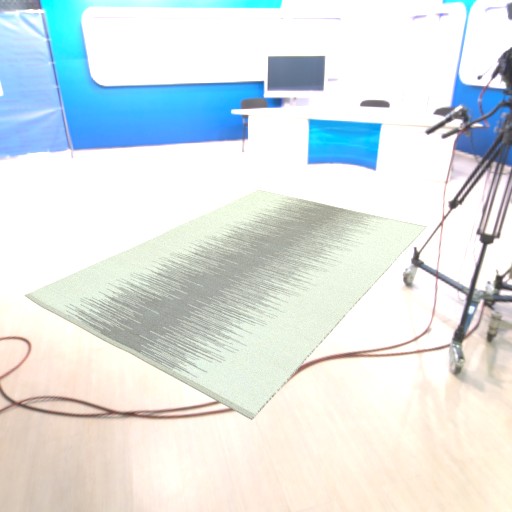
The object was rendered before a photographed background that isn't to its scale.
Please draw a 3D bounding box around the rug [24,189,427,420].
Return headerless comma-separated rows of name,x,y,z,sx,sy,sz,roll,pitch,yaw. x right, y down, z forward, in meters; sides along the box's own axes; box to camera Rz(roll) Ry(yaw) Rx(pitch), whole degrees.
rug,0.000,0.000,2.289,1.226,0.007,1.815,17,32,31
